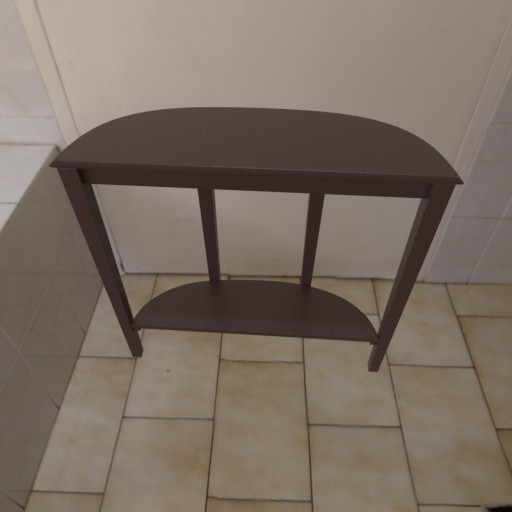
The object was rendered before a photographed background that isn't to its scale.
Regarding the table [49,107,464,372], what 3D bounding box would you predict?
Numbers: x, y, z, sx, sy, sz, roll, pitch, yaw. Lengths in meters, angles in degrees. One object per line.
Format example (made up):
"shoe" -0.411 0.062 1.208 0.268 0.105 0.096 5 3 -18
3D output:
"table" 0.000 0.000 1.350 0.909 0.831 0.274 3 46 3
